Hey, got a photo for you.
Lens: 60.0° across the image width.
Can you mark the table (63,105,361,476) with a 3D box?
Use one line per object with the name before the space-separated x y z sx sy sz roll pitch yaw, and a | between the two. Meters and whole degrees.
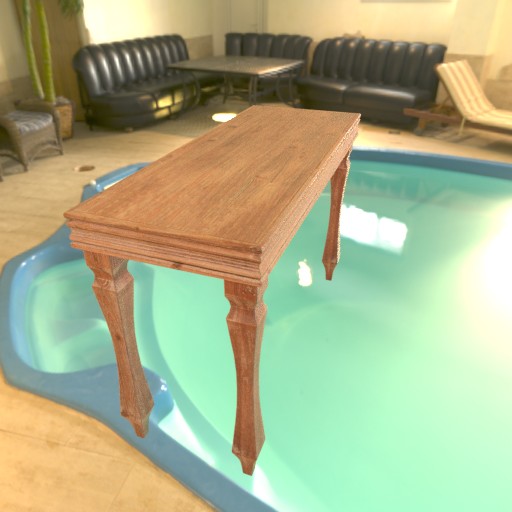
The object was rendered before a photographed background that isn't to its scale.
table | 0.000 0.000 1.770 0.522 0.873 1.330 11 32 17
